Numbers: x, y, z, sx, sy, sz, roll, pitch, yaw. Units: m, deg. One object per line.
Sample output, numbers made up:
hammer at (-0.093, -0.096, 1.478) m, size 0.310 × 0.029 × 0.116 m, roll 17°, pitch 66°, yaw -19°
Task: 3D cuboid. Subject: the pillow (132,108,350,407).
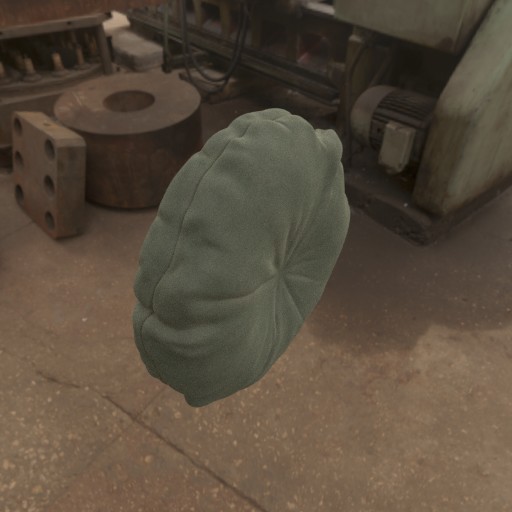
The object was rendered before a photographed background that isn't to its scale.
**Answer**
pillow at (0.000, 0.000, 0.646) m, size 0.148 × 0.407 × 0.428 m, roll 25°, pitch 46°, yaw 27°
